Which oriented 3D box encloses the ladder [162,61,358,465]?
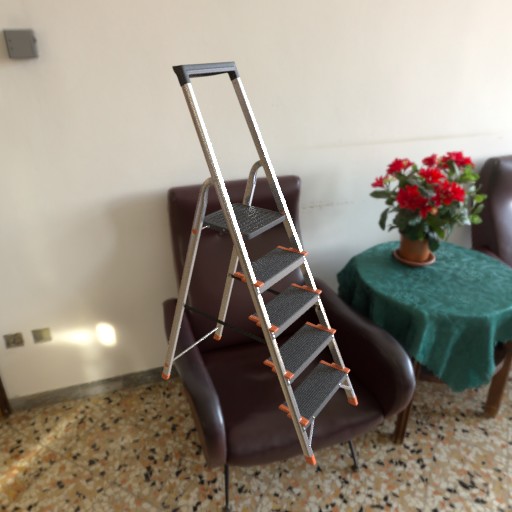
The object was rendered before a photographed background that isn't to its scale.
[{"bbox_3d":[0.000,0.000,2.077,0.995,1.646,0.480,18,32,32],"label":"ladder"}]
